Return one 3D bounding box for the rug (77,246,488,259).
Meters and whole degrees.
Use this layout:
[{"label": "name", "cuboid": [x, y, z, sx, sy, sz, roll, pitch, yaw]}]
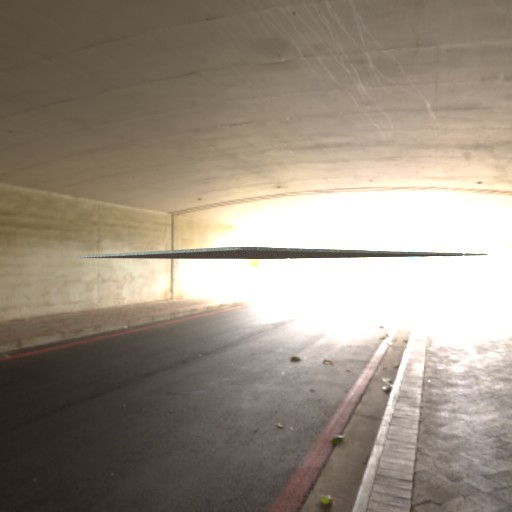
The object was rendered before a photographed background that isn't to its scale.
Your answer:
[{"label": "rug", "cuboid": [0.000, 0.000, 4.099, 2.420, 0.019, 3.039, 1, -1, -36]}]
